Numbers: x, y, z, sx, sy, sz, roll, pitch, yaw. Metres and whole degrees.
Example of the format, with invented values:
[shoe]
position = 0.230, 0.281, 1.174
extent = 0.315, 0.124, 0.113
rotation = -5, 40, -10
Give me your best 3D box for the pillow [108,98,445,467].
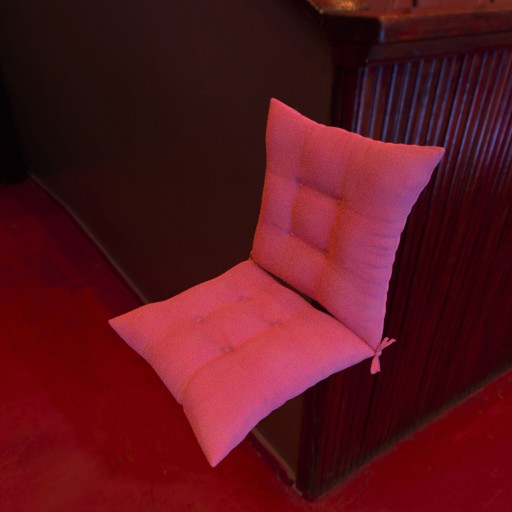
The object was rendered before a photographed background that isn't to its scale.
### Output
[pillow]
position = 0.000, 0.000, 1.003
extent = 0.585, 0.536, 0.541
rotation = -23, 39, -31
